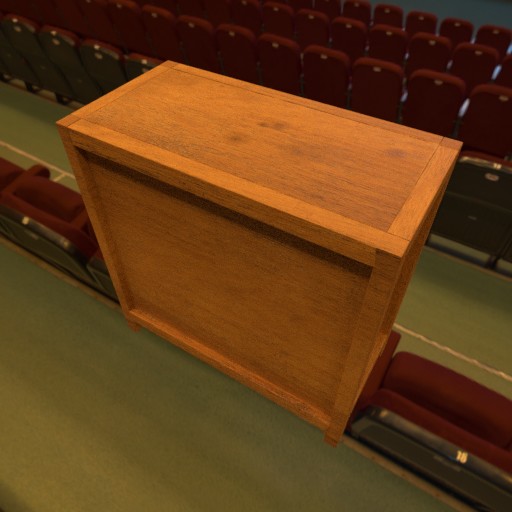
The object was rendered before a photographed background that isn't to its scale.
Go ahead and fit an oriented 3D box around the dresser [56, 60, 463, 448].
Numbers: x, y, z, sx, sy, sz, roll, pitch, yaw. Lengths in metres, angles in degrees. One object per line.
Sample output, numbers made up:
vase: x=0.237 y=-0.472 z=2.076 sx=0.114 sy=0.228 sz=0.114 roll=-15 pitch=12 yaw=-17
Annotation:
dresser: x=0.000 y=0.000 z=1.265 sx=0.804 sy=0.804 sz=0.427 roll=24 pitch=51 yaw=21
